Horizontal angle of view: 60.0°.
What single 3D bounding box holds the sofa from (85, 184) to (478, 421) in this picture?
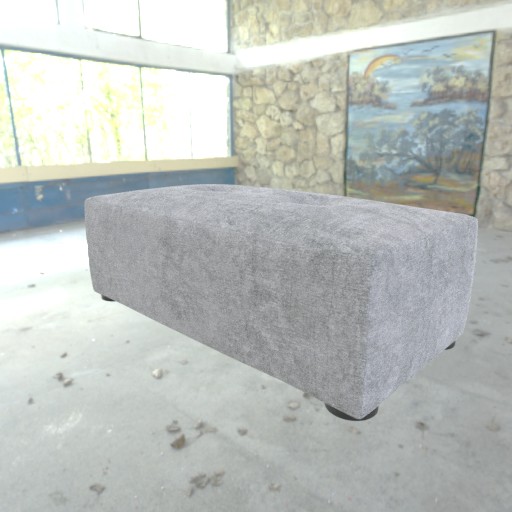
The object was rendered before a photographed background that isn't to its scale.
[{"bbox_3d":[0.000,0.000,1.140,0.930,0.330,0.480,14,20,42],"label":"sofa"}]
